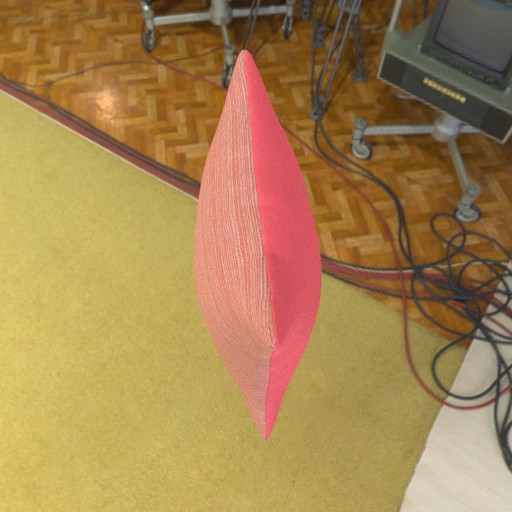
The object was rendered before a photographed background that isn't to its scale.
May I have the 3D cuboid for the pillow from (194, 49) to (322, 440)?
[{"bbox_3d":[0.000,0.000,0.819,0.229,0.501,0.559,-4,58,-2],"label":"pillow"}]
